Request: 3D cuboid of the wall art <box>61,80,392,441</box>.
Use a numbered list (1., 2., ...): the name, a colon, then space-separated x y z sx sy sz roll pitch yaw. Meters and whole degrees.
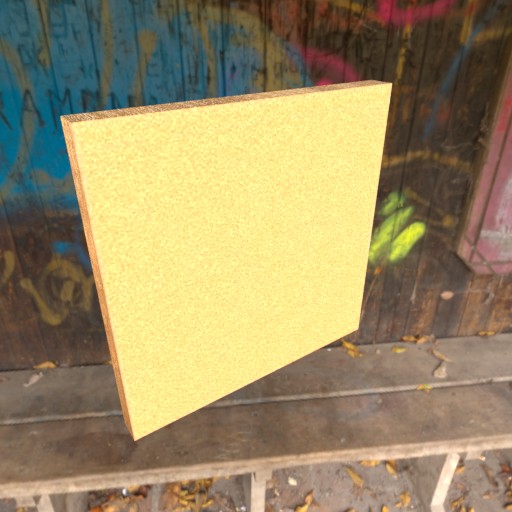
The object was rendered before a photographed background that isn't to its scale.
1. wall art: 0.000 0.000 0.587 0.406 0.403 0.039 -19 34 -30
